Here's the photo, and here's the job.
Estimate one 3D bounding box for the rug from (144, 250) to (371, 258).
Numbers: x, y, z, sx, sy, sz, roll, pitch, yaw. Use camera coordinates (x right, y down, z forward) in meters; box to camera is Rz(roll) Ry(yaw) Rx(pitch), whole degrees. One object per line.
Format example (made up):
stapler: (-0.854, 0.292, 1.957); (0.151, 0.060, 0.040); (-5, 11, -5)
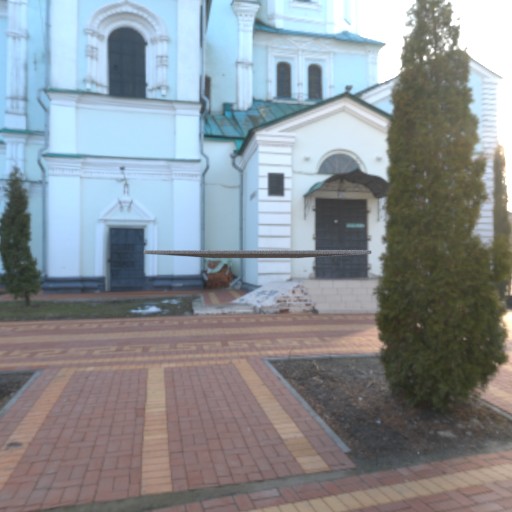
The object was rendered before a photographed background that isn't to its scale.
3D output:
rug: (0.000, 0.000, 2.694); (0.768, 0.012, 2.438); (0, -1, 0)
